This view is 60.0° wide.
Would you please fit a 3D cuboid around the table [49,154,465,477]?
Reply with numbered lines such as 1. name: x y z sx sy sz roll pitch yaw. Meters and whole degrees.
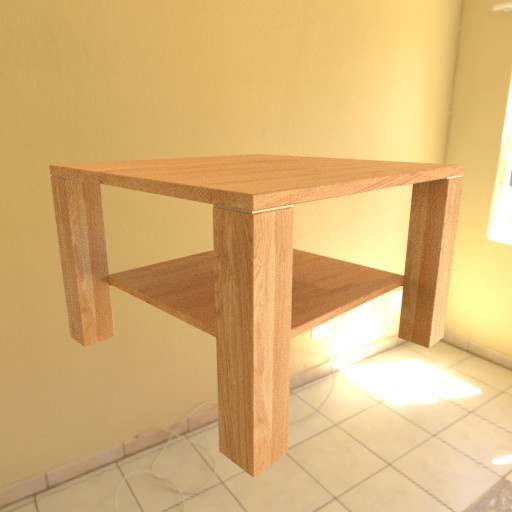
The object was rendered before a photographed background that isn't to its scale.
1. table: 0.000 0.000 1.115 0.700 0.450 0.700 -15 22 -42
